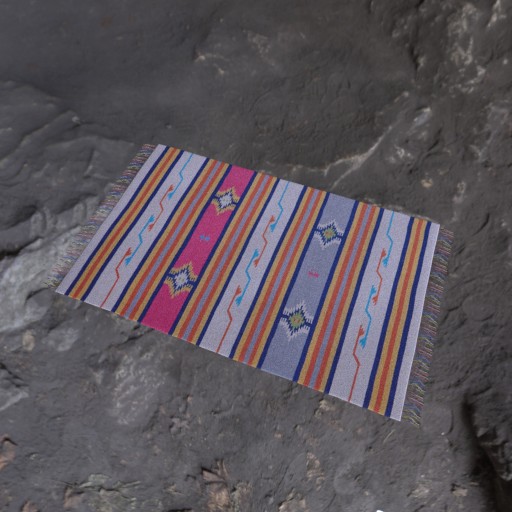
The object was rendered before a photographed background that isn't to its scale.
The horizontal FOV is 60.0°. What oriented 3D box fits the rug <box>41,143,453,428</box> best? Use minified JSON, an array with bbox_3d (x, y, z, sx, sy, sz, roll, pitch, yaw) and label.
[{"bbox_3d":[0.000,0.000,2.259,1.849,0.013,1.084,18,59,11],"label":"rug"}]
